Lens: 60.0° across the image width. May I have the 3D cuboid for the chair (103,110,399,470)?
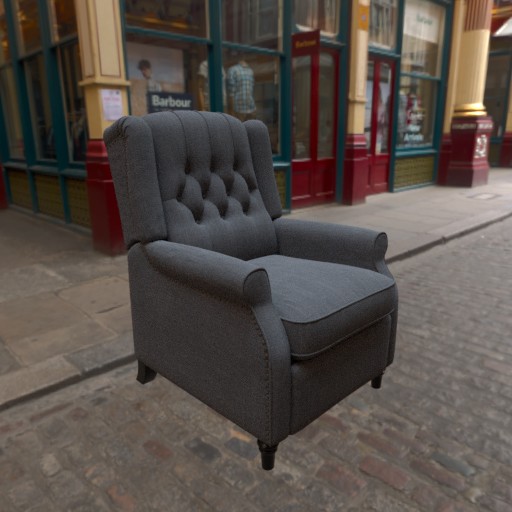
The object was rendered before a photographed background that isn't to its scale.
[{"bbox_3d":[0.000,0.000,1.617,0.898,1.035,0.742,15,21,43],"label":"chair"}]
